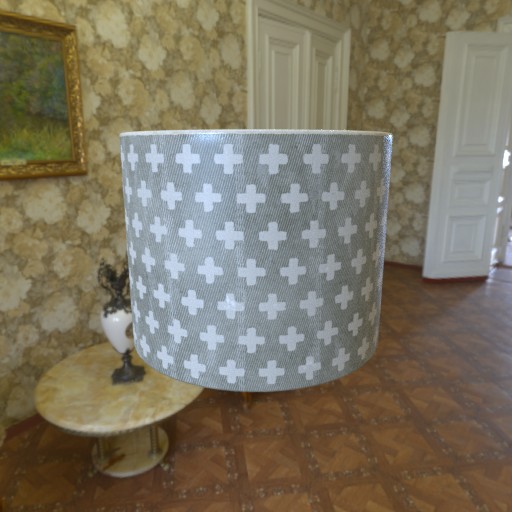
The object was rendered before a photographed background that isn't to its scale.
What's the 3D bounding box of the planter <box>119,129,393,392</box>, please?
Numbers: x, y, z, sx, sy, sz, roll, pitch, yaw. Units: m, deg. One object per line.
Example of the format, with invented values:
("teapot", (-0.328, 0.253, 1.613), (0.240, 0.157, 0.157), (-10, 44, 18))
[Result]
("planter", (0.000, 0.000, 0.343), (0.190, 0.181, 0.190), (0, 14, 0))
